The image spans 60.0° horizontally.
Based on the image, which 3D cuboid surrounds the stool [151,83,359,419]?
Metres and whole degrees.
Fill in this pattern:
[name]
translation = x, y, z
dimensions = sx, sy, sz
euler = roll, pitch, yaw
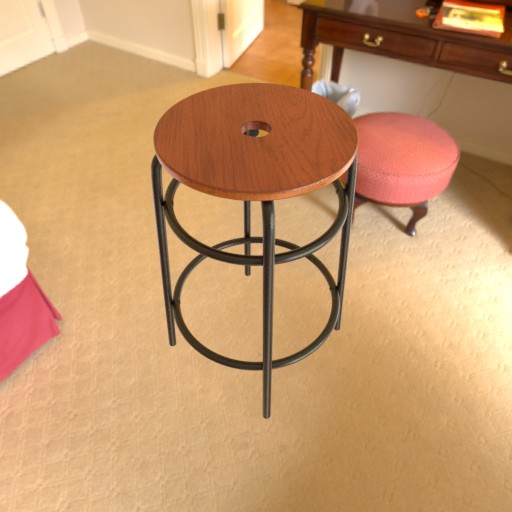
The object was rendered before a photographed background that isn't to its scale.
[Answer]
[stool]
translation = 0.000, 0.000, 0.951
dimensions = 0.455, 0.610, 0.455
euler = -5, 47, -4
